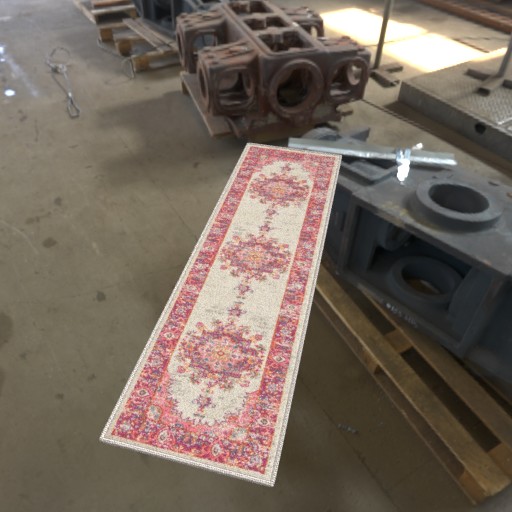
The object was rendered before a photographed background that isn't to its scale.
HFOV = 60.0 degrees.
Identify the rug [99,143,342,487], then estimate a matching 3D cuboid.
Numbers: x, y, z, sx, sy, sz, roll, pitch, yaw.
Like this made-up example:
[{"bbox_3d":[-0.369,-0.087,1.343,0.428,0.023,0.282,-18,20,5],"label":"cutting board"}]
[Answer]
[{"bbox_3d":[0.000,0.000,1.960,0.562,0.009,1.824,10,46,10],"label":"rug"}]
